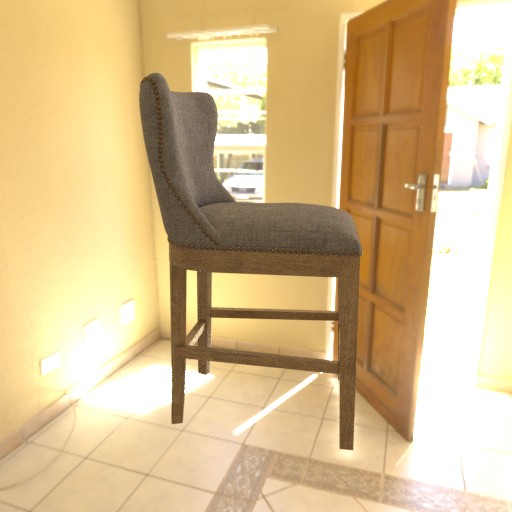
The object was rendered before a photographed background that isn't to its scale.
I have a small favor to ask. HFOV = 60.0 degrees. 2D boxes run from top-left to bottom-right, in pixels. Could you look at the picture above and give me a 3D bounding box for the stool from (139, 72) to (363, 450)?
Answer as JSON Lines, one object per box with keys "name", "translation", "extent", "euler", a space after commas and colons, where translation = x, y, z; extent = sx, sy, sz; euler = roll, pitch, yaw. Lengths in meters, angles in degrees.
{"name": "stool", "translation": [0.000, 0.000, 1.335], "extent": [0.608, 0.981, 0.498], "euler": [2, 14, 9]}
